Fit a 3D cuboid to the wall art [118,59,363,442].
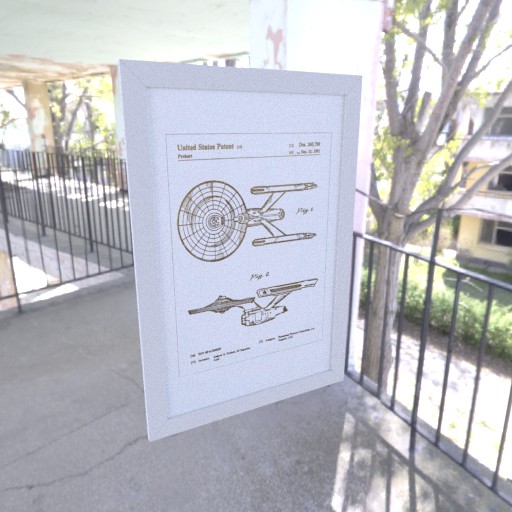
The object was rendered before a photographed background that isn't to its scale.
[{"bbox_3d":[0.000,0.000,0.841,0.454,0.659,0.011,-8,18,-26],"label":"wall art"}]
